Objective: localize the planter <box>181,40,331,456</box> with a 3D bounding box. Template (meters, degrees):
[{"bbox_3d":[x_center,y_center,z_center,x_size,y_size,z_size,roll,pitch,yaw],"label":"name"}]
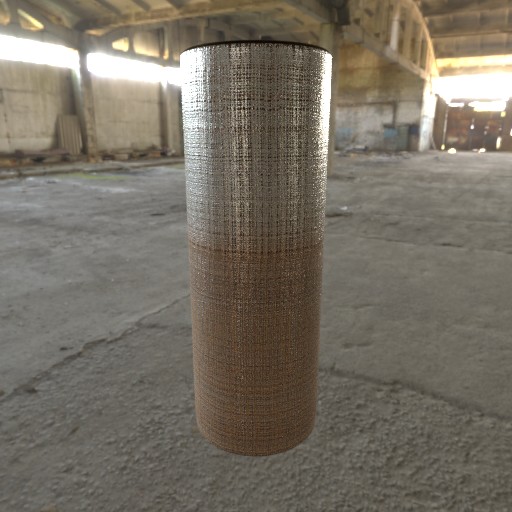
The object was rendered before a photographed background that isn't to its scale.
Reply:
[{"bbox_3d":[0.000,0.000,0.331,0.099,0.278,0.099,8,18,27],"label":"planter"}]
